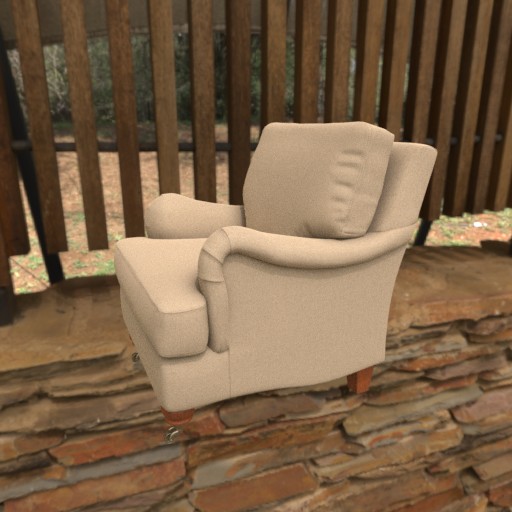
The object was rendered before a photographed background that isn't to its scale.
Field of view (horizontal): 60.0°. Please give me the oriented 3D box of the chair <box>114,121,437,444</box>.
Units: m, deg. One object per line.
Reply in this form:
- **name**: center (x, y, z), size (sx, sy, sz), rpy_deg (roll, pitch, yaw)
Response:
- **chair**: center (0.000, 0.000, 1.860), size (1.078, 1.076, 0.895), rpy_deg (-8, 18, -24)
